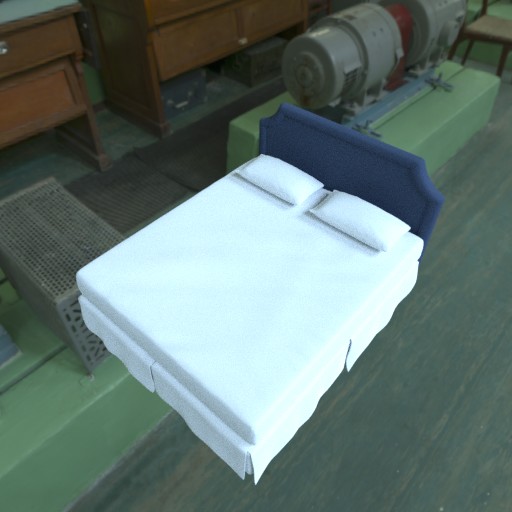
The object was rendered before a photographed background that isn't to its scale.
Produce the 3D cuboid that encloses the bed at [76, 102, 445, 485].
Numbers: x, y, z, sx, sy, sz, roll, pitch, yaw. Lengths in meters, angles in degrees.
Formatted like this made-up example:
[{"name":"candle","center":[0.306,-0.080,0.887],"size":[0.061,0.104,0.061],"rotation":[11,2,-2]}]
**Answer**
[{"name":"bed","center":[0.000,0.000,4.160],"size":[2.350,1.488,2.773],"rotation":[32,54,27]}]
